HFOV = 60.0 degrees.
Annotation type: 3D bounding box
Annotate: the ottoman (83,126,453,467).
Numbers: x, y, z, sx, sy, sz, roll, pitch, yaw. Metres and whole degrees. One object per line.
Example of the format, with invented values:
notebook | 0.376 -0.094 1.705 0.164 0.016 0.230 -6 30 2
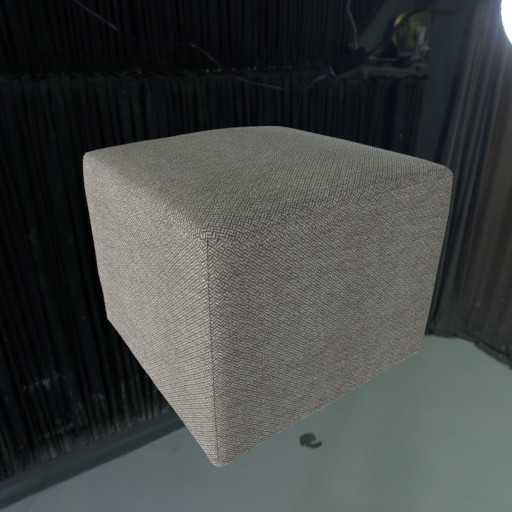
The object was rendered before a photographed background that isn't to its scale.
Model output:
ottoman | 0.000 0.000 0.905 0.512 0.453 0.519 -17 31 -31
